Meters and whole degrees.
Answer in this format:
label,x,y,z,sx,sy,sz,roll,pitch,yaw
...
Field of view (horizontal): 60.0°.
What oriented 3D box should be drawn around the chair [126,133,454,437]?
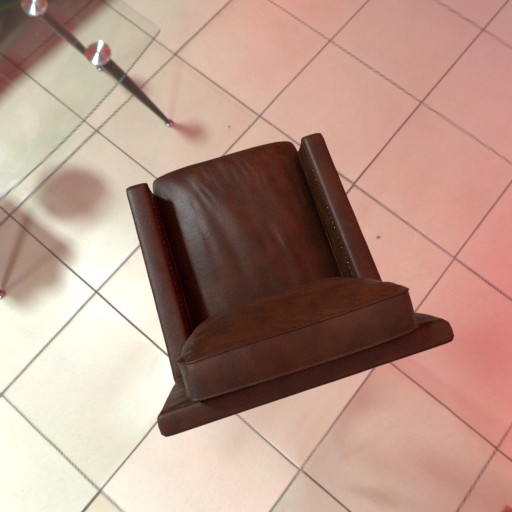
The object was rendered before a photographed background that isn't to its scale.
label,x,y,z,sx,sy,sz,roll,pitch,yaw
chair,0.000,0.000,1.760,0.854,1.054,1.035,-17,76,-5
